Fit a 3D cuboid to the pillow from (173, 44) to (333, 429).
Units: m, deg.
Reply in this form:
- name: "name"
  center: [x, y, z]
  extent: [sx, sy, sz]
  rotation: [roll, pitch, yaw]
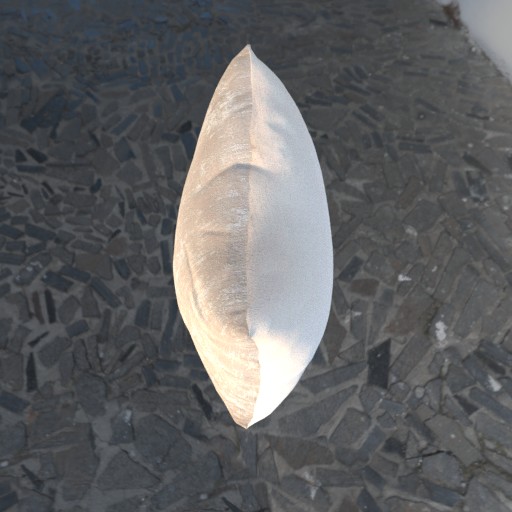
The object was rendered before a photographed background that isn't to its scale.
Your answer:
- name: "pillow"
  center: [0.000, 0.000, 0.708]
  extent: [0.245, 0.448, 0.450]
  rotation: [2, 59, 1]
